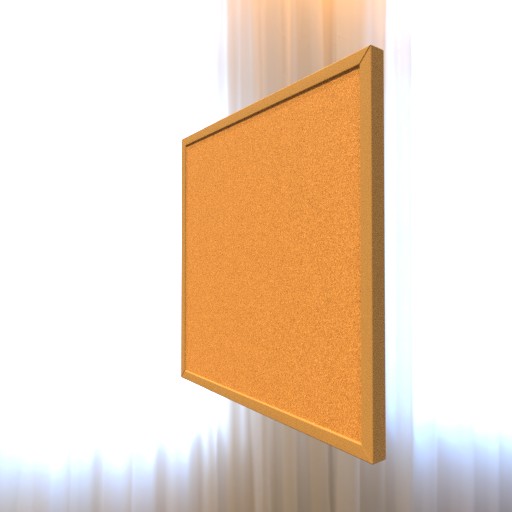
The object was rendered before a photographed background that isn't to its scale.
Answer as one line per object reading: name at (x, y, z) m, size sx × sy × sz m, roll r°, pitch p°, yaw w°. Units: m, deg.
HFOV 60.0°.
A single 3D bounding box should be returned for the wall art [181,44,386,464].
wall art at (0.000, 0.000, 1.120) m, size 0.037 × 0.761 × 0.761 m, roll 1°, pitch -1°, yaw -36°
